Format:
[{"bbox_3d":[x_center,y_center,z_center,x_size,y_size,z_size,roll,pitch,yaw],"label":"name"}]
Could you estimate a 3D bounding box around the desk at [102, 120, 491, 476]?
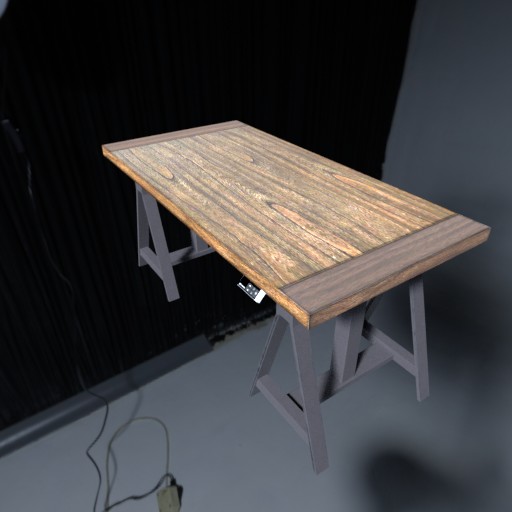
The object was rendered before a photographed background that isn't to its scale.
[{"bbox_3d":[0.000,0.000,1.958,0.784,0.725,1.543,-20,37,-29],"label":"desk"}]
